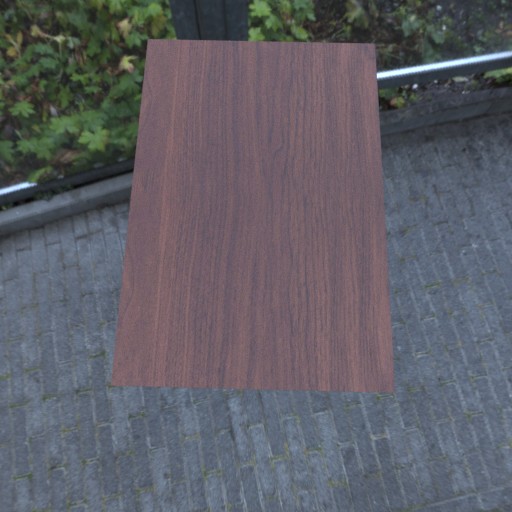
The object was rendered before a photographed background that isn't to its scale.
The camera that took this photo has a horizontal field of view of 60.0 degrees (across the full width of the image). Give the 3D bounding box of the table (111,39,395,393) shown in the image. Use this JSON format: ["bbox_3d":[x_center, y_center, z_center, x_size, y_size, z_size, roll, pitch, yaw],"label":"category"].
[{"bbox_3d":[0.000,0.000,1.047,0.406,0.711,0.589,1,74,0],"label":"table"}]
